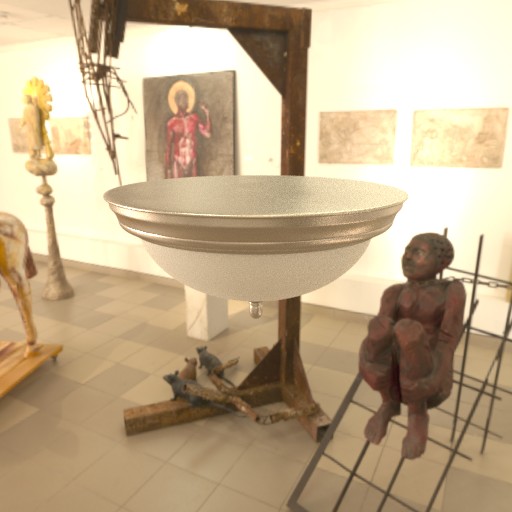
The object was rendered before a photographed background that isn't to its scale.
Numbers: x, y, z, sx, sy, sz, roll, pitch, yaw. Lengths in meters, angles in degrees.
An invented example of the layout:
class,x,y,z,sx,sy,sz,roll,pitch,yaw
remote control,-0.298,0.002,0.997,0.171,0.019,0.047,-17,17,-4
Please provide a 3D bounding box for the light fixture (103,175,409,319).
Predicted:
class,x,y,z,sx,sy,sz,roll,pitch,yaw
light fixture,0.000,0.000,0.445,0.280,0.135,0.280,0,16,0
